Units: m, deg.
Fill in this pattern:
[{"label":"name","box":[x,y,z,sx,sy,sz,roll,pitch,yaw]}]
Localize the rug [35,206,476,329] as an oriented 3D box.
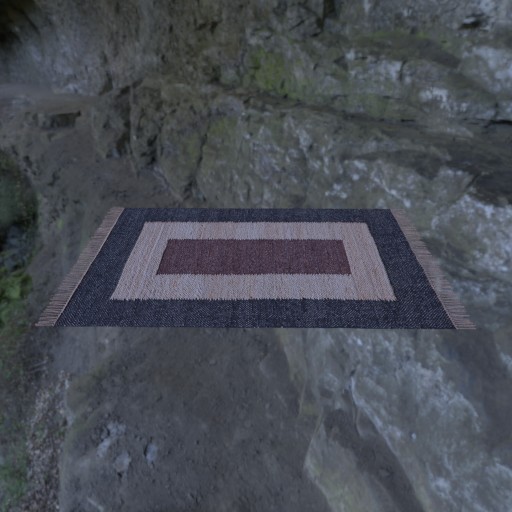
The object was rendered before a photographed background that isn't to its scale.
[{"label":"rug","box":[0.000,0.000,2.520,2.021,0.027,1.224,0,32,1]}]
